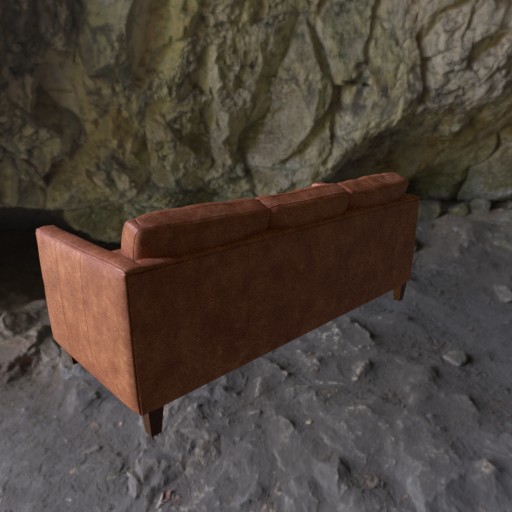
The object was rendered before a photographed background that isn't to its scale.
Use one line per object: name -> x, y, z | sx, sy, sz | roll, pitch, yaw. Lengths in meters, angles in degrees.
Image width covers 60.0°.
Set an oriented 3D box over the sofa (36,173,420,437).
sofa -> 0.000, 0.000, 2.963 | 2.464, 1.006, 1.045 | -16, 24, -42
